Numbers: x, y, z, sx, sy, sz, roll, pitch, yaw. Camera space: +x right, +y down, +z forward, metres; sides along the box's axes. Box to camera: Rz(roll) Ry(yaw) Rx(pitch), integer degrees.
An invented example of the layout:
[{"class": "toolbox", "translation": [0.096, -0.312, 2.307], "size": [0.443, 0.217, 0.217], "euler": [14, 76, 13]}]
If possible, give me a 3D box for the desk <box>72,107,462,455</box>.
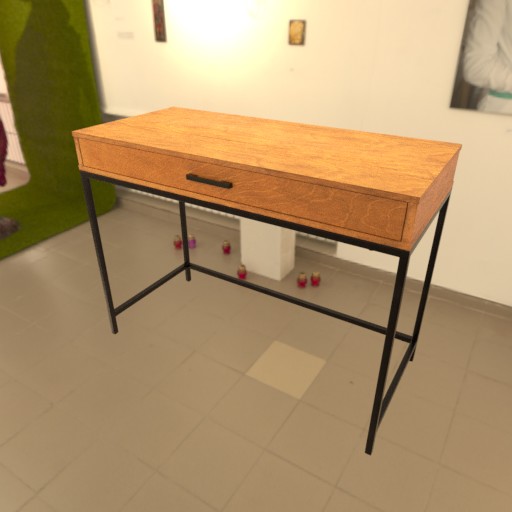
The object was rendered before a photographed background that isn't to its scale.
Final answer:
[{"class": "desk", "translation": [0.000, 0.000, 1.436], "size": [1.016, 0.762, 0.470], "euler": [17, 33, 27]}]
